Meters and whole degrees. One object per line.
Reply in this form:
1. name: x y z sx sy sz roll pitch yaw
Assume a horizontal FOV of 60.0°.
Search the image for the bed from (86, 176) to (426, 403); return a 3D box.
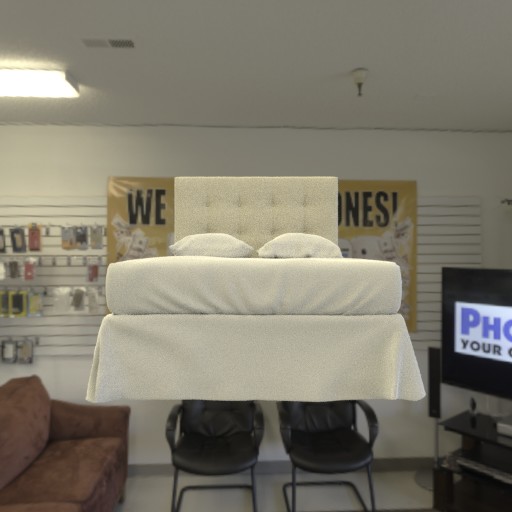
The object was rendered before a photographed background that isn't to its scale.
1. bed: 0.000 0.000 3.427 1.936 1.577 2.222 0 0 0
